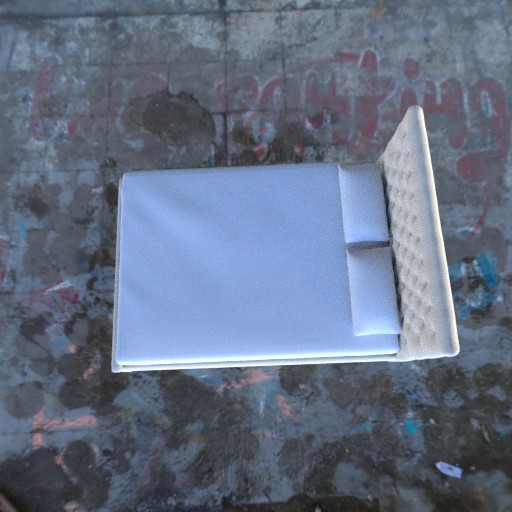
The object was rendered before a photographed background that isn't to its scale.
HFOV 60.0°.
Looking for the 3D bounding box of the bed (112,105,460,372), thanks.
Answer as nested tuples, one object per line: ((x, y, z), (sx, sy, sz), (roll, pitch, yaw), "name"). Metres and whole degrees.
((0.000, 0.000, 3.488), (2.387, 1.427, 1.698), (-2, 75, -1), "bed")
